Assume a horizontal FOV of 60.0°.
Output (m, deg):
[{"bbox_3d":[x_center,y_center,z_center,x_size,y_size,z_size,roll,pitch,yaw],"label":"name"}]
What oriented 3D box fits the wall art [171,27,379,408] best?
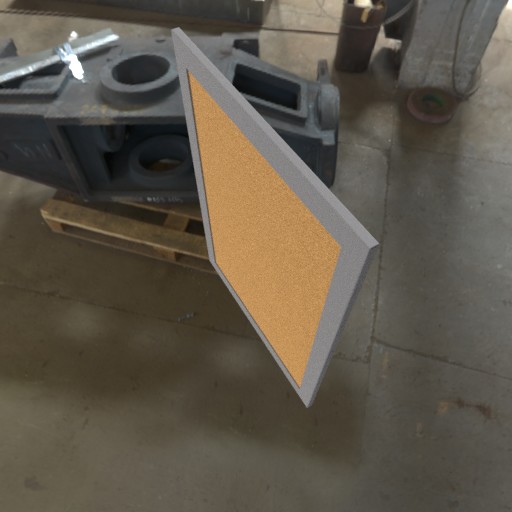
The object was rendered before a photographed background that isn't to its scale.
[{"bbox_3d":[0.000,0.000,0.675,0.012,0.529,0.374,-28,62,-16],"label":"wall art"}]
